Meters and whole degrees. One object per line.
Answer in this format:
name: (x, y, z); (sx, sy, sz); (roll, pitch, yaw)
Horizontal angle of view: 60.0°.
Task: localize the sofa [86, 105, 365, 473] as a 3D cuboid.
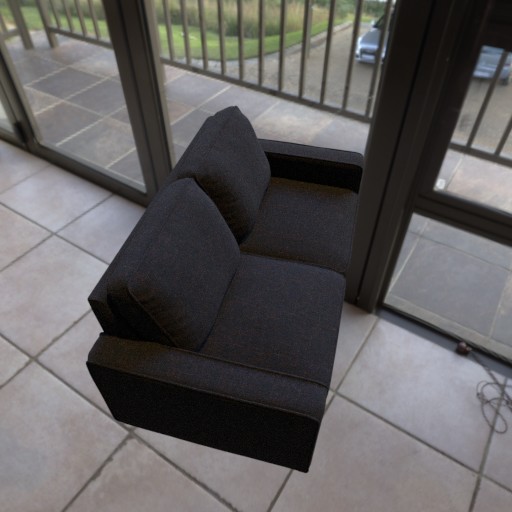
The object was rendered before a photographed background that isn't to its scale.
sofa: (0.000, 0.000, 2.274); (0.947, 0.918, 1.709); (11, 47, 10)
